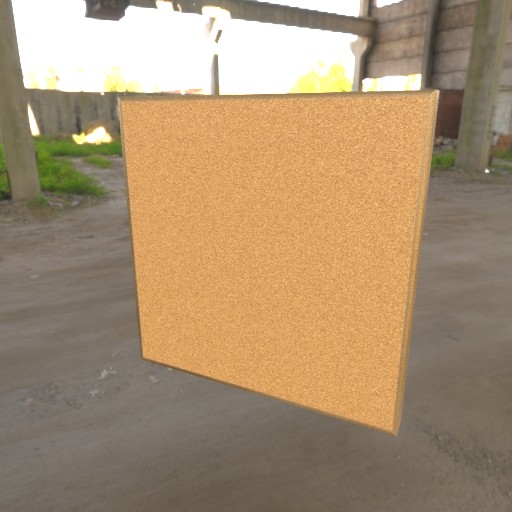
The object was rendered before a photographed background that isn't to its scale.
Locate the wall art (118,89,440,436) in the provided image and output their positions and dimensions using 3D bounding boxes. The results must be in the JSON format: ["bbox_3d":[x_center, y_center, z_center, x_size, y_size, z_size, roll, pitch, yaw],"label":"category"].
[{"bbox_3d":[0.000,0.000,0.745,0.513,0.511,0.038,9,20,25],"label":"wall art"}]
